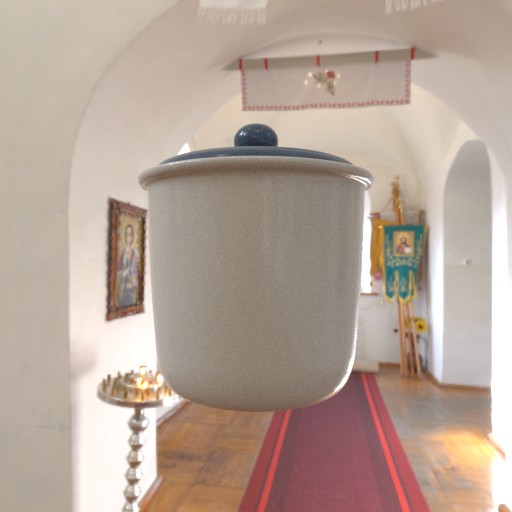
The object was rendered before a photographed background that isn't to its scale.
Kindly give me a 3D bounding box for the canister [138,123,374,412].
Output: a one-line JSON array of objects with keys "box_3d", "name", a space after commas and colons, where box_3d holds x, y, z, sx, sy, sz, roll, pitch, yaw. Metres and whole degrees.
[{"box_3d": [0.000, 0.000, 0.352, 0.182, 0.208, 0.182, 0, 0, 0], "name": "canister"}]
